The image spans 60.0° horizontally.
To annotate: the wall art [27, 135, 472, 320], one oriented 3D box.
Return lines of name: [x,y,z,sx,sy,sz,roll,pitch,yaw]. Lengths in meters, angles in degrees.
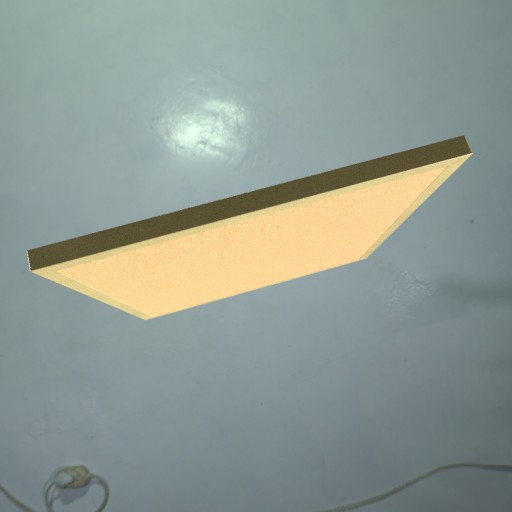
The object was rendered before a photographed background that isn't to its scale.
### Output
wall art: [0.000,0.000,1.109,0.763,0.763,0.037,-15,76,-4]
